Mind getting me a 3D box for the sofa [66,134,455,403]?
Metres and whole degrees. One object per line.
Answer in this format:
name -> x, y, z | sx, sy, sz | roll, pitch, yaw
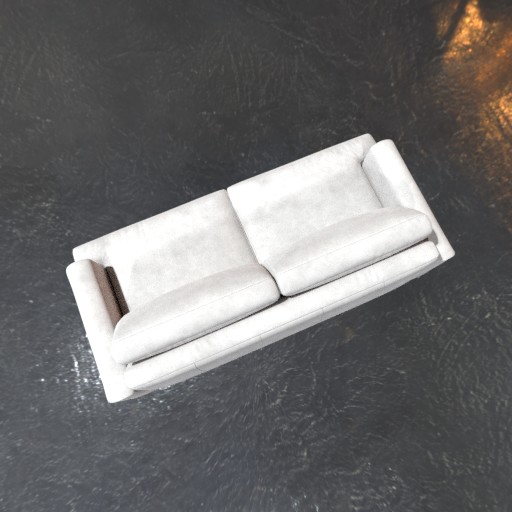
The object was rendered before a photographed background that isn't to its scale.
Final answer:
sofa -> 0.000, 0.000, 2.580 | 2.013, 0.830, 0.980 | -22, 76, -6
